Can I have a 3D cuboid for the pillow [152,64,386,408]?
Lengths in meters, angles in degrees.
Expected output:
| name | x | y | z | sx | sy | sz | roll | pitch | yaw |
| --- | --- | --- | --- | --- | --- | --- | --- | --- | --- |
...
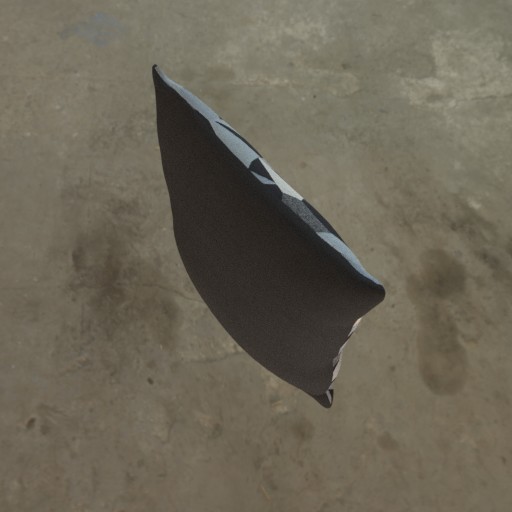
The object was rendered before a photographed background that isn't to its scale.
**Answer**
| name | x | y | z | sx | sy | sz | roll | pitch | yaw |
| --- | --- | --- | --- | --- | --- | --- | --- | --- | --- |
| pillow | 0.000 | 0.000 | 0.774 | 0.208 | 0.496 | 0.503 | -32 | 64 | -18 |
